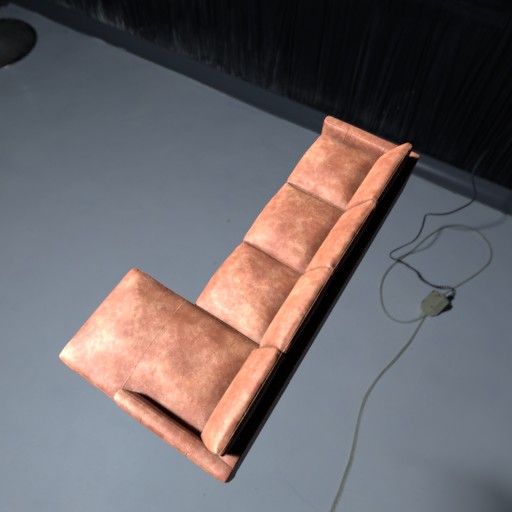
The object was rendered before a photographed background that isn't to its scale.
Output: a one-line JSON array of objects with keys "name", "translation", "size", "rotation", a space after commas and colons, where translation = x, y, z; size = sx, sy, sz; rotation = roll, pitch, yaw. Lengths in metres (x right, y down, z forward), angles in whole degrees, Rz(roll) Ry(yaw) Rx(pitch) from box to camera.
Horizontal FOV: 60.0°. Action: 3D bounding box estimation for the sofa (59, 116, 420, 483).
[{"name": "sofa", "translation": [0.000, 0.000, 3.595], "size": [1.471, 0.859, 2.993], "rotation": [29, 66, 14]}]
